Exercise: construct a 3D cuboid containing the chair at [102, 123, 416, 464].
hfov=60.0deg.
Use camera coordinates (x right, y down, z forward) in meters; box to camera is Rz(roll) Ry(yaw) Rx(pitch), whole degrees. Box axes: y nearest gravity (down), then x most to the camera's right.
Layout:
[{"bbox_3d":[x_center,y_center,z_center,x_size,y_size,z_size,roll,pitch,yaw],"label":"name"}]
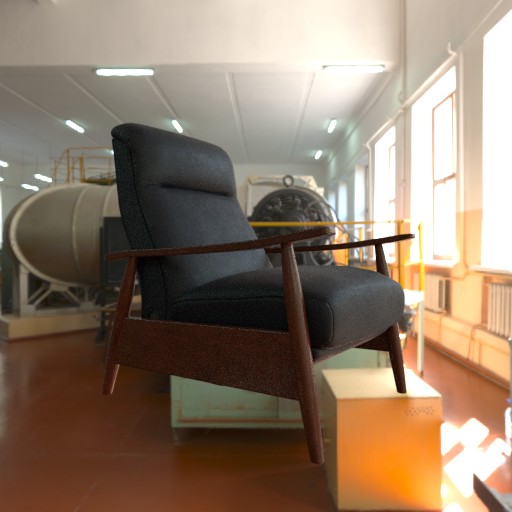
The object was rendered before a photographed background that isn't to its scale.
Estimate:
[{"bbox_3d":[0.000,0.000,1.740,1.014,1.082,0.762,1,1,36],"label":"chair"}]
